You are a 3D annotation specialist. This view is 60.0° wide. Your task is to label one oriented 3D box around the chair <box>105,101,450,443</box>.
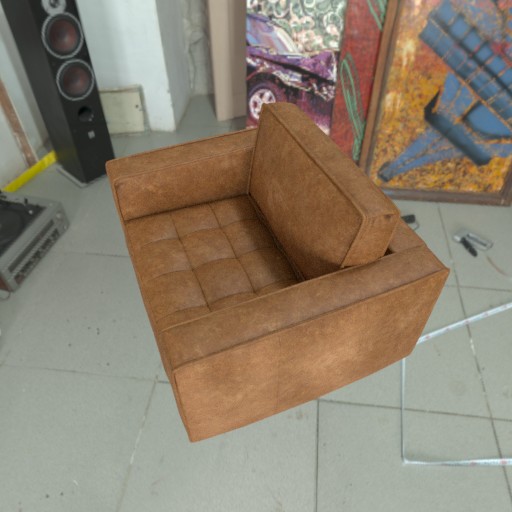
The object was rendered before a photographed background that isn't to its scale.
[{"bbox_3d":[0.000,0.000,1.513,0.798,0.767,0.928,-17,49,-15],"label":"chair"}]
